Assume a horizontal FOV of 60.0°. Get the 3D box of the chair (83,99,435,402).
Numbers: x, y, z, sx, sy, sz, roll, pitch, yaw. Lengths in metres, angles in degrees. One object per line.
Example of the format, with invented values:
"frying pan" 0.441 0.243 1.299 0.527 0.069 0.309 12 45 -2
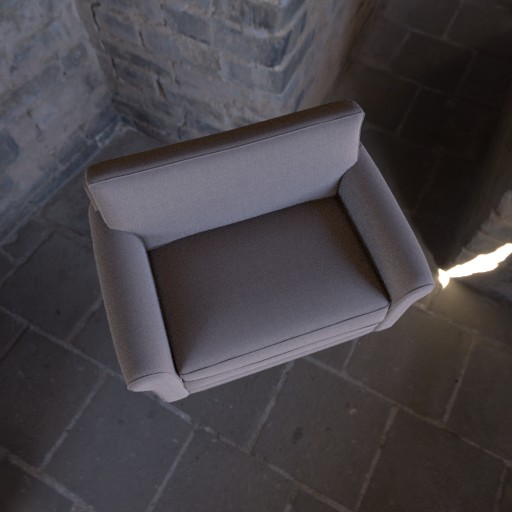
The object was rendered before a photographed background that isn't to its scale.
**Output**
"chair" 0.000 0.000 2.092 1.390 0.930 0.930 -17 65 -8
